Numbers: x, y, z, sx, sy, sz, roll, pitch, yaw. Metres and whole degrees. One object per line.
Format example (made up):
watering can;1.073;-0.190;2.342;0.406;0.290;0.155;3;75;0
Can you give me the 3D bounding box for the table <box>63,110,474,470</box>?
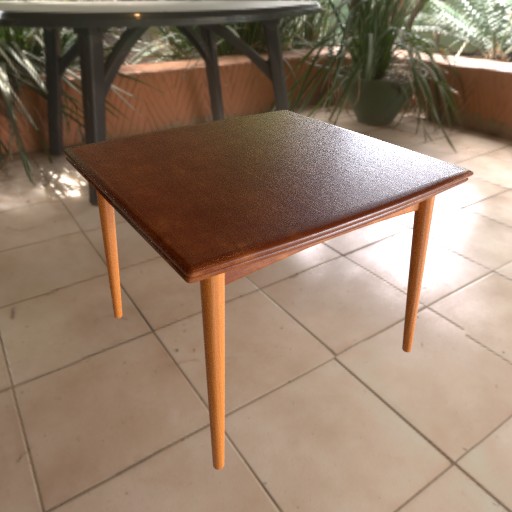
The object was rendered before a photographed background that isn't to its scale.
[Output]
table;0.000;0.000;1.653;0.991;0.754;0.991;-20;37;-29
